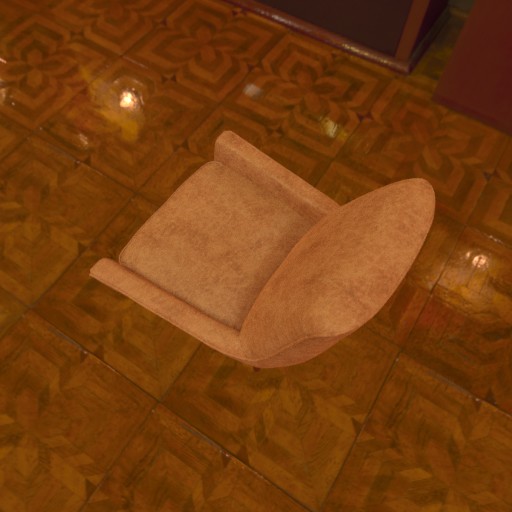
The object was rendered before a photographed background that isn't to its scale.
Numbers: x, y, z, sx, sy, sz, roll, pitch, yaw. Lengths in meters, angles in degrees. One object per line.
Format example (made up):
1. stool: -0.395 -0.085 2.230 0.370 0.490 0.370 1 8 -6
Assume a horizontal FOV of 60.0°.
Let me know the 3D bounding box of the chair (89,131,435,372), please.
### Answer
1. chair: 0.000 0.000 1.489 0.851 0.883 0.753 32 68 15
